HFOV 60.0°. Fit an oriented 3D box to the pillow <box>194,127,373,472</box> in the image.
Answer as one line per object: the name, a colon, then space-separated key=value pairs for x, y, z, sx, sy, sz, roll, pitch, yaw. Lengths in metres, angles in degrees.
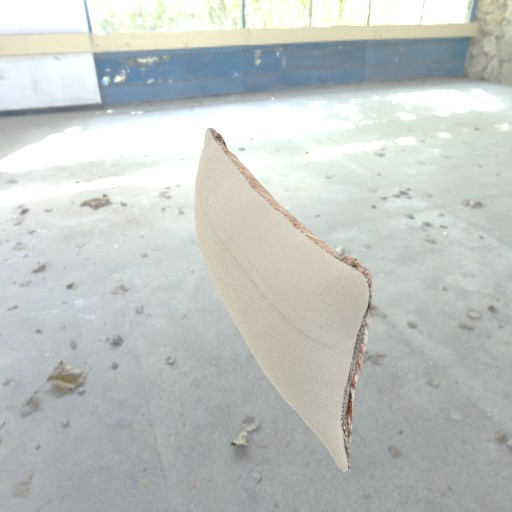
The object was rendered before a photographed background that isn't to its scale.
pillow: x=0.000 y=0.000 z=0.730 sx=0.139 sy=0.282 sz=0.635 roll=-10 pitch=32 yaw=-17
